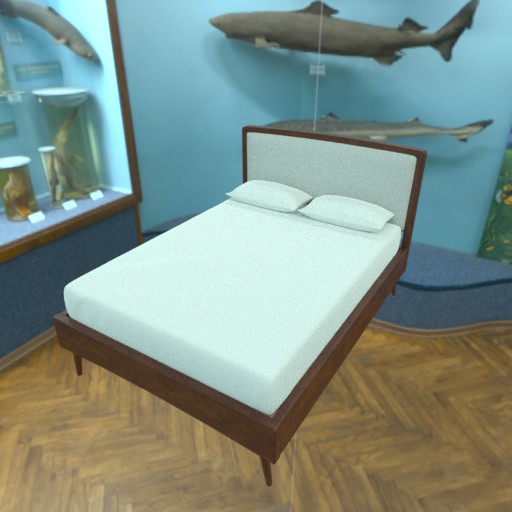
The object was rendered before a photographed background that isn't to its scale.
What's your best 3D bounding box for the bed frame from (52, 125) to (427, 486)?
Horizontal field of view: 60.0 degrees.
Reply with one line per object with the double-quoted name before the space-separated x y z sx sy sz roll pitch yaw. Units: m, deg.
"bed frame" 0.000 0.000 3.081 1.587 1.279 2.171 17 32 28
